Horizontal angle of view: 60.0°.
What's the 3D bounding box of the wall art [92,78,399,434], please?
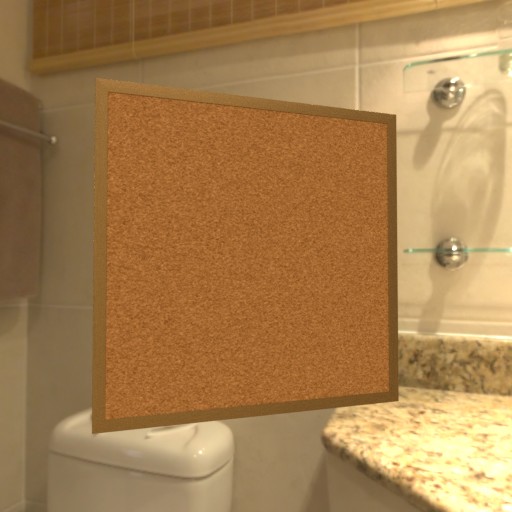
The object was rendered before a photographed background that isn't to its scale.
[{"bbox_3d":[0.000,0.000,0.443,0.304,0.305,0.038,0,-2,-18],"label":"wall art"}]
